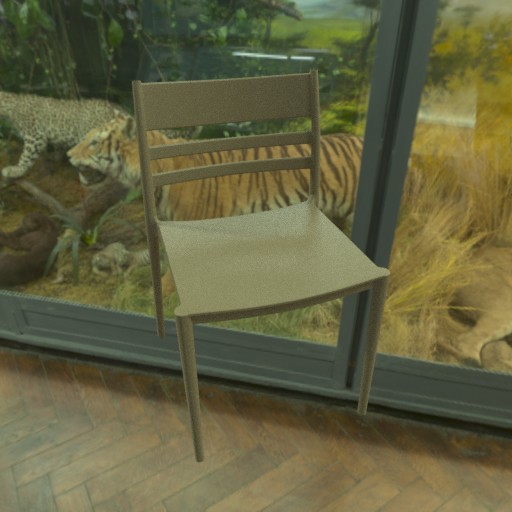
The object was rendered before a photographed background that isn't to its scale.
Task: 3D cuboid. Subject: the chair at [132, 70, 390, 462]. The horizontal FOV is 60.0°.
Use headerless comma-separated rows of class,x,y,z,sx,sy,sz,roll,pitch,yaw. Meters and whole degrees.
chair,0.000,0.000,1.131,0.531,0.800,0.511,-10,33,-15
